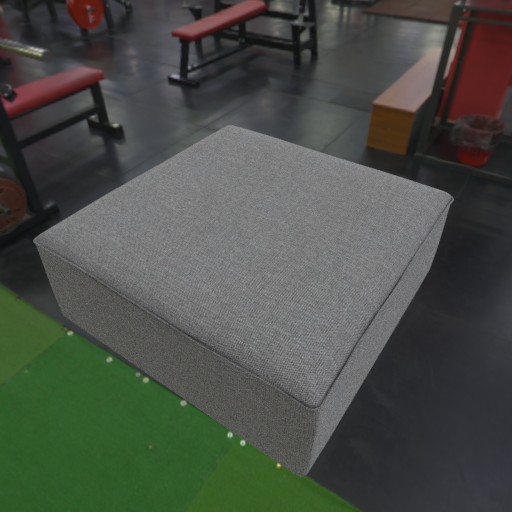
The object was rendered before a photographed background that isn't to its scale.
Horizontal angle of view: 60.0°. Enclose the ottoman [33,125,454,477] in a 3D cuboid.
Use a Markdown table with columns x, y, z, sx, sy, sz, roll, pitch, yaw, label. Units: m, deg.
| x | y | z | sx | sy | sz | roll | pitch | yaw | label |
| --- | --- | --- | --- | --- | --- | --- | --- | --- | --- |
| 0.000 | 0.000 | 1.562 | 1.023 | 0.423 | 1.017 | 25 | 47 | 26 | ottoman |
